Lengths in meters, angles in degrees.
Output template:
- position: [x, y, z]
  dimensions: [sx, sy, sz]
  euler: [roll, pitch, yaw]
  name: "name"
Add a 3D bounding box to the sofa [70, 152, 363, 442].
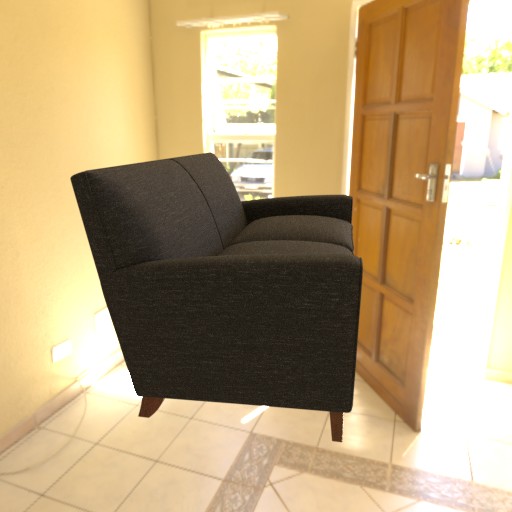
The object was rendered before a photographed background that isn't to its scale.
- position: [0.000, 0.000, 1.982]
  dimensions: [0.875, 0.846, 1.420]
  euler: [3, 16, 10]
  name: "sofa"
